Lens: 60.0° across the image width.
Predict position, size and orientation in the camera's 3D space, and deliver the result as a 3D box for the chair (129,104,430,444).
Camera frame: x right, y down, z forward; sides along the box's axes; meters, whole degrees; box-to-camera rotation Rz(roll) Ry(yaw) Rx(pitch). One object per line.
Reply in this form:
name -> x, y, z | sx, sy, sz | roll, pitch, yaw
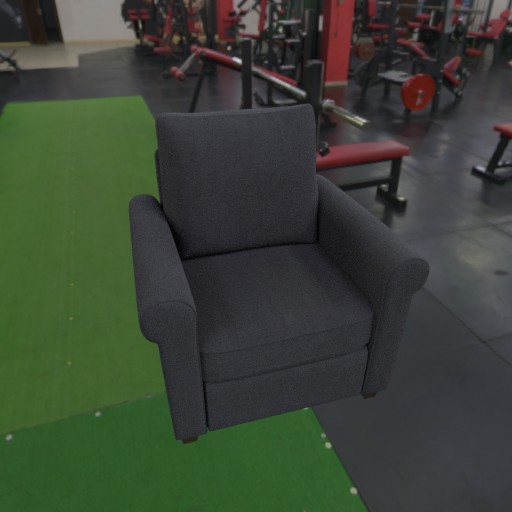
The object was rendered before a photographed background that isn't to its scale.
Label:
chair -> 0.000, 0.000, 1.634 | 0.867, 0.942, 0.828 | -9, 33, -14
